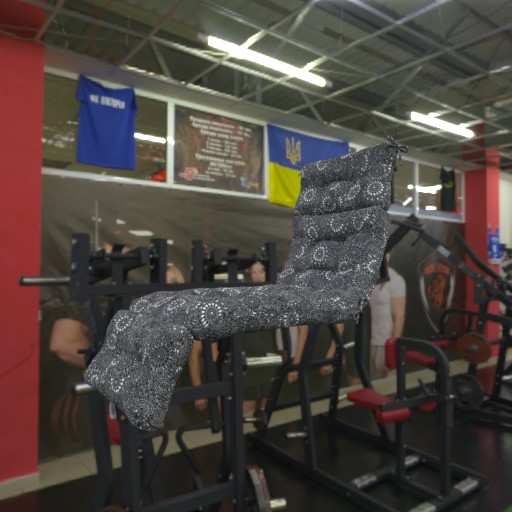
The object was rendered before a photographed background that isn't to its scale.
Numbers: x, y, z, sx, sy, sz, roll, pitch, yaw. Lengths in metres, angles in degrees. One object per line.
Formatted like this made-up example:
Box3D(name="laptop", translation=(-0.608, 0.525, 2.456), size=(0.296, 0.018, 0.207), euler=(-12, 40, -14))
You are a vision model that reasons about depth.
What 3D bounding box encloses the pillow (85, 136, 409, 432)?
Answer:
Box3D(name="pillow", translation=(0.000, 0.000, 1.516), size=(1.016, 0.863, 0.526), euler=(1, -1, -35))
